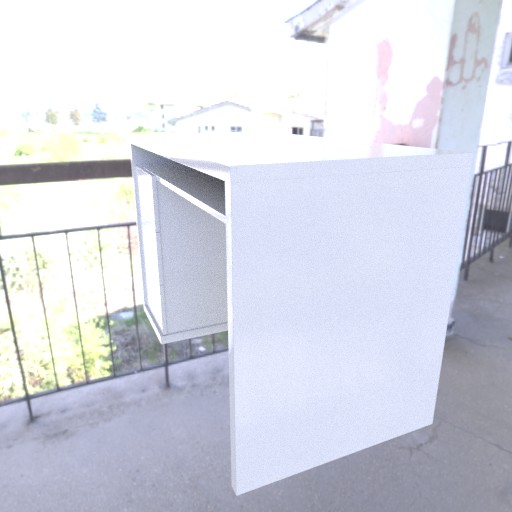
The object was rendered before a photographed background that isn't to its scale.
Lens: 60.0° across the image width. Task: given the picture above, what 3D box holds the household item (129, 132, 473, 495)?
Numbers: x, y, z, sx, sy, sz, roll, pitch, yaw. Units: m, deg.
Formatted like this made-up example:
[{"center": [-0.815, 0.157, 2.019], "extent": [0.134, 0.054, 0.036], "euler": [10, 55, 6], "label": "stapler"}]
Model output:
[{"center": [0.000, 0.000, 1.492], "extent": [0.597, 0.749, 1.100], "euler": [-8, 20, -23], "label": "household item"}]
